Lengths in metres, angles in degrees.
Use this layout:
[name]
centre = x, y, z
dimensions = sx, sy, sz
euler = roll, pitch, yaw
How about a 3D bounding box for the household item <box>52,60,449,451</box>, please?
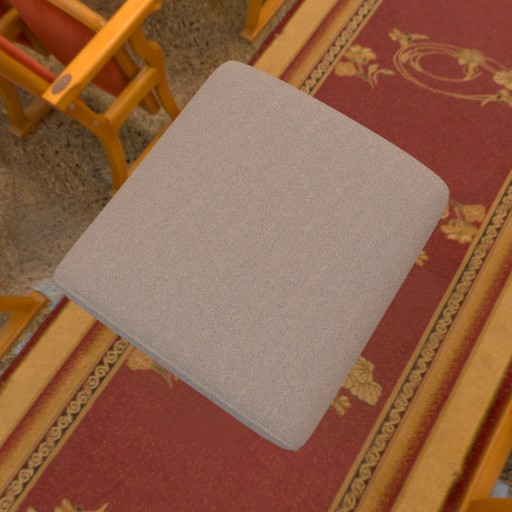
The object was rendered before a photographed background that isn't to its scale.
[household item]
centre = 0.000, 0.000, 0.883
dimensions = 0.530, 0.410, 0.530
euler = 33, 78, 8
